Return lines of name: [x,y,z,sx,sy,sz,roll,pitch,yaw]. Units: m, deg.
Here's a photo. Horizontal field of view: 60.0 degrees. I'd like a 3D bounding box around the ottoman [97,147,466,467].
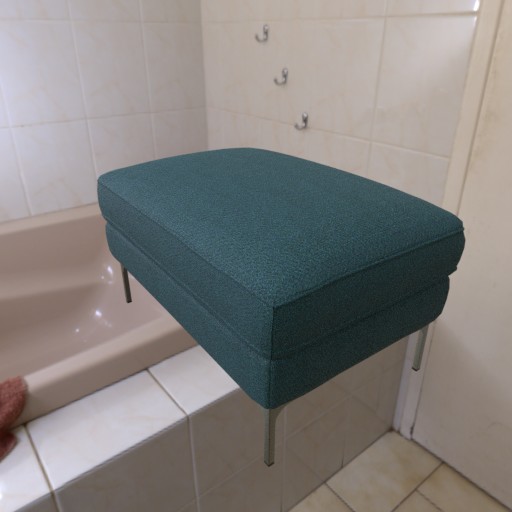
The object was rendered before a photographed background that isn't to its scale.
ottoman: [0.000,0.000,1.201,0.563,0.498,0.856,-18,32,-32]
